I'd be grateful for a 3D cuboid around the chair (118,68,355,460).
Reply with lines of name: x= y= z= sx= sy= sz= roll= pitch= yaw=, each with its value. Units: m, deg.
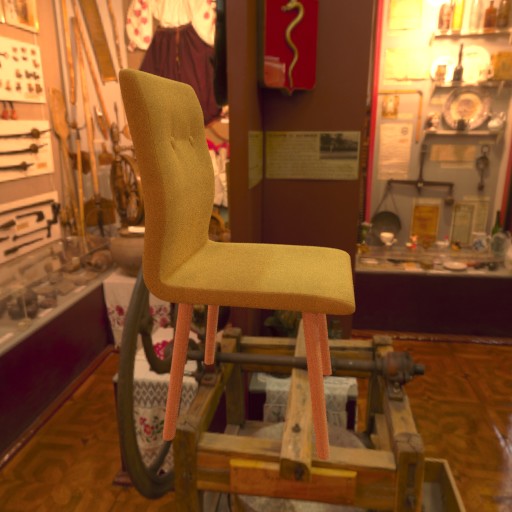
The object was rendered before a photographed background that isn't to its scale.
chair: x=0.000 y=0.000 z=1.277 sx=0.550 sy=0.965 sz=0.450 roll=3 pitch=16 yaw=10
